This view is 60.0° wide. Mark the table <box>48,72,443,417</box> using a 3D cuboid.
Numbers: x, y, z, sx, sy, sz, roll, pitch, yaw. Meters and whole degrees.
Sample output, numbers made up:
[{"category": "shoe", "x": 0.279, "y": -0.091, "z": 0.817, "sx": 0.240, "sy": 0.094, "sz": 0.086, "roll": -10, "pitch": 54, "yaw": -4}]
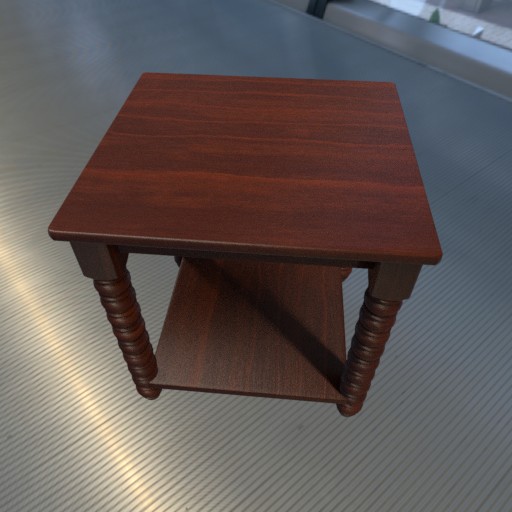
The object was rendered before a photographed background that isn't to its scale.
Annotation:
[{"category": "table", "x": 0.000, "y": 0.000, "z": 0.960, "sx": 0.533, "sy": 0.567, "sz": 0.500, "roll": 4, "pitch": 46, "yaw": 4}]
